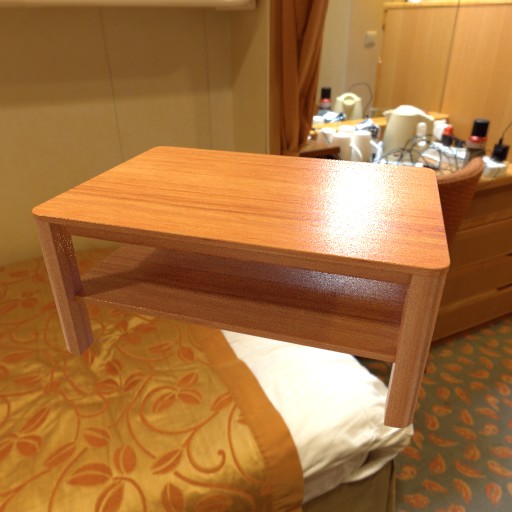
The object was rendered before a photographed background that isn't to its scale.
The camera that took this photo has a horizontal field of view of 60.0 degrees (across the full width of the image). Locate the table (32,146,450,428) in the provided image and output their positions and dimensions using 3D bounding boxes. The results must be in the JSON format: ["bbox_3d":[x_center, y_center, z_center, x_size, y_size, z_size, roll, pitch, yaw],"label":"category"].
[{"bbox_3d":[0.000,0.000,1.373,0.997,0.445,0.696,8,29,15],"label":"table"}]
